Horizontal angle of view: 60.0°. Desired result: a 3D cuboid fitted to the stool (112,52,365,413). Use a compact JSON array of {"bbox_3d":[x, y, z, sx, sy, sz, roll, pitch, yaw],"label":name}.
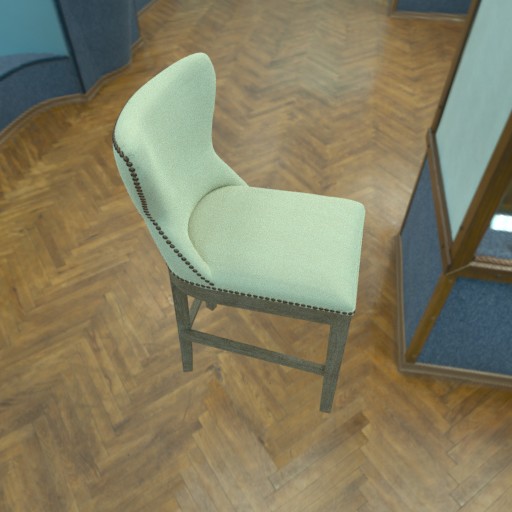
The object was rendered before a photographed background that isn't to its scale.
[{"bbox_3d":[0.000,0.000,1.321,0.608,0.981,0.498,10,47,9],"label":"stool"}]
